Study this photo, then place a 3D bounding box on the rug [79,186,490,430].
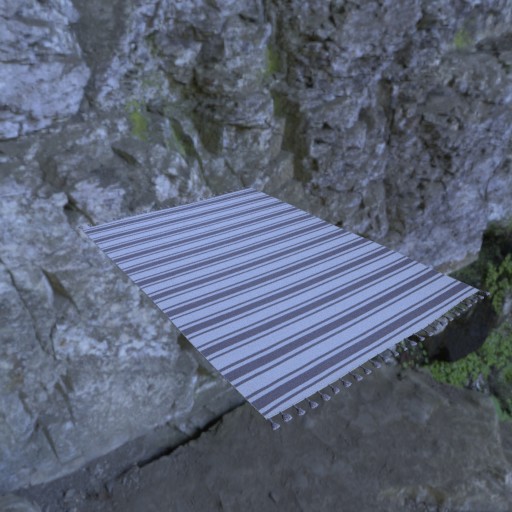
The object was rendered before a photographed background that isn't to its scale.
[{"bbox_3d":[0.000,0.000,3.738,2.030,0.017,3.040,-19,33,-32],"label":"rug"}]
